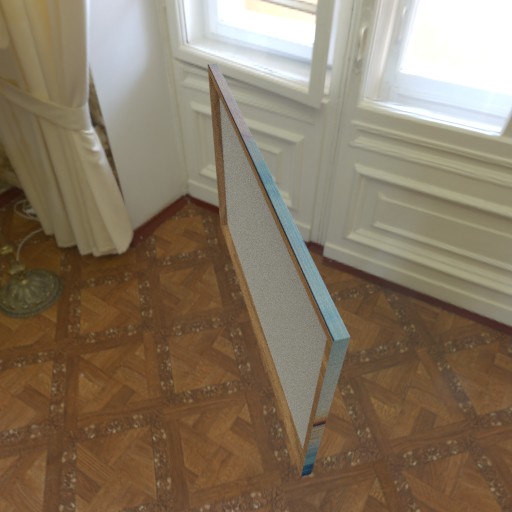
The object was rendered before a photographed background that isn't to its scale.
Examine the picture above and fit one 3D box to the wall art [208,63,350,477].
[{"bbox_3d":[0.000,0.000,1.425,0.034,0.756,1.137,-11,48,-10],"label":"wall art"}]
